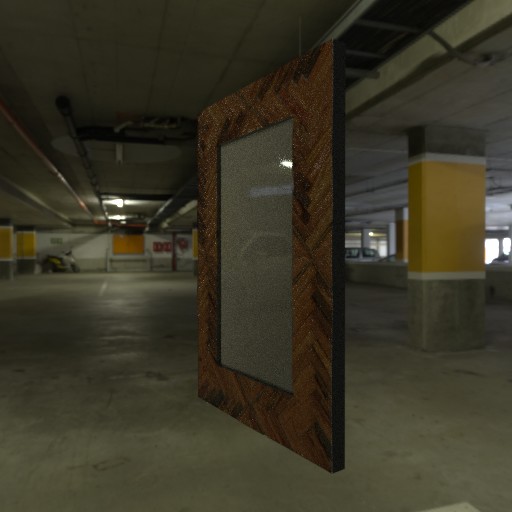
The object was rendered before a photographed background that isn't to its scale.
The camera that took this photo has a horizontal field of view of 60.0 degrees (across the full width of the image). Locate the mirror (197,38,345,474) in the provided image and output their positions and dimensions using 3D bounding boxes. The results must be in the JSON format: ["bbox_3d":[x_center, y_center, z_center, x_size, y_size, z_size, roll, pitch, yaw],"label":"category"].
[{"bbox_3d":[0.000,0.000,1.186,0.044,0.912,0.606,0,0,-35],"label":"mirror"}]
